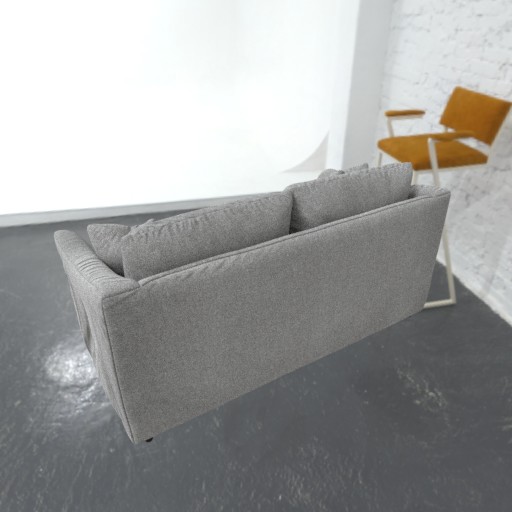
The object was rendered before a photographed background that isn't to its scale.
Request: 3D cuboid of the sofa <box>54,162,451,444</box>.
[{"bbox_3d":[0.000,0.000,2.607,2.010,1.018,1.072,-17,34,-28],"label":"sofa"}]
